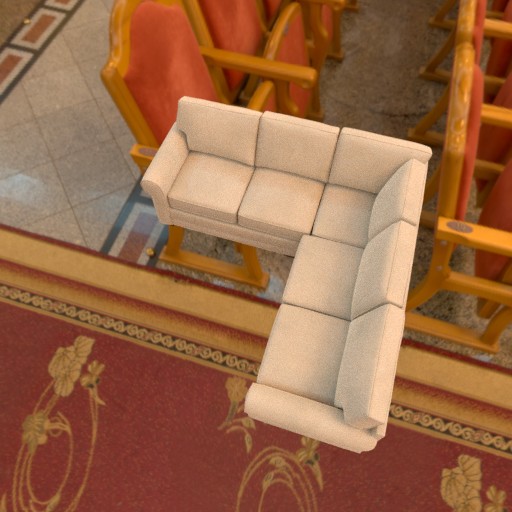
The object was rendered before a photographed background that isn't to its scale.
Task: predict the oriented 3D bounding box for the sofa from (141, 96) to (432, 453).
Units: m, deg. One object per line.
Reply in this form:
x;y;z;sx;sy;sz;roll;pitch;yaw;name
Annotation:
0.000;0.000;3.822;2.487;1.054;2.569;15;60;9;sofa
